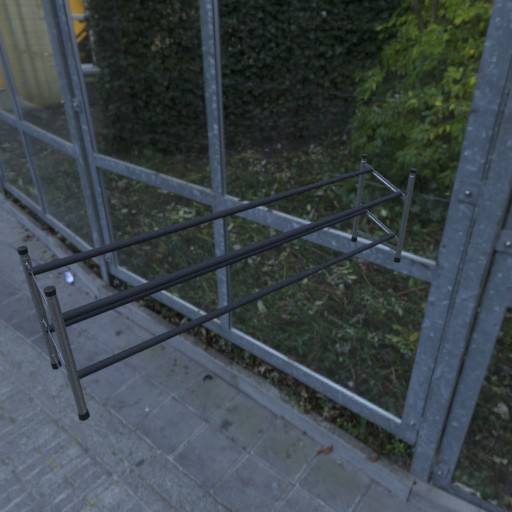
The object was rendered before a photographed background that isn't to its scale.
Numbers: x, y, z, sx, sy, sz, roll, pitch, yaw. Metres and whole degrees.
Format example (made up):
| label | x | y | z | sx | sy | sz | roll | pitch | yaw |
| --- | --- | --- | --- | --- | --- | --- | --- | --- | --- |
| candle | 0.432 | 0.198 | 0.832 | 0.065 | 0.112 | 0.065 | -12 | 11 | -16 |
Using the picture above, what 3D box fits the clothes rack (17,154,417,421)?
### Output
| label | x | y | z | sx | sy | sz | roll | pitch | yaw |
| --- | --- | --- | --- | --- | --- | --- | --- | --- | --- |
| clothes rack | 0.000 | 0.000 | 1.295 | 1.168 | 0.349 | 0.229 | -21 | 36 | -32 |
